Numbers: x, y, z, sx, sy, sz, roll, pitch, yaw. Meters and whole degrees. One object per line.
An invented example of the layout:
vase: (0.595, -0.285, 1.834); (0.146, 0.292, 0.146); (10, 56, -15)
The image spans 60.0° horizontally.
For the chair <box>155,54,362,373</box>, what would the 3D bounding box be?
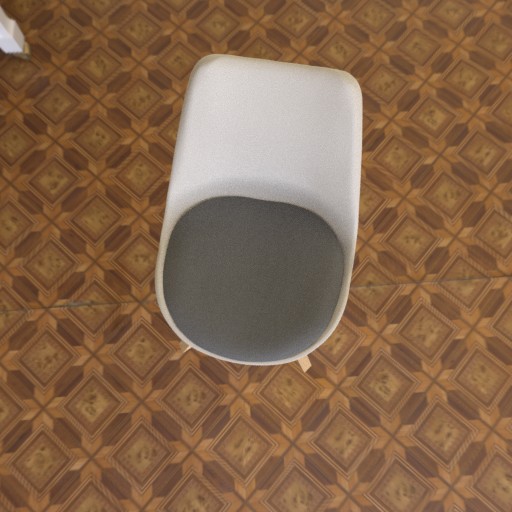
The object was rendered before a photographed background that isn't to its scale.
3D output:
chair: (0.000, 0.000, 1.153); (0.485, 0.850, 0.550); (9, 76, 2)
